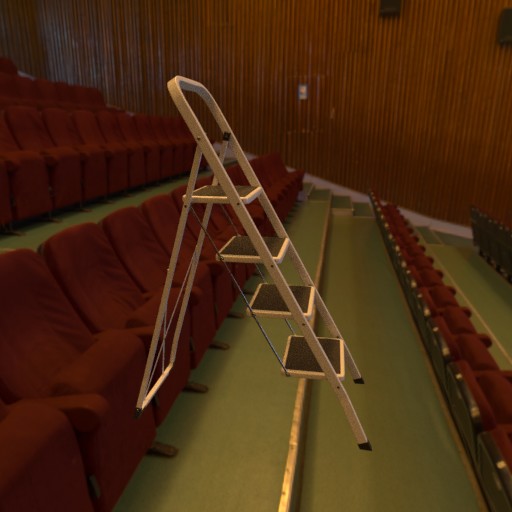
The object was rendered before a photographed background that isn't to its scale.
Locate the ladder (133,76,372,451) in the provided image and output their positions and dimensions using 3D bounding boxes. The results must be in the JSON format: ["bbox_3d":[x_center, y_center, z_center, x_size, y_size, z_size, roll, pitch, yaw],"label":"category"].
[{"bbox_3d":[0.000,0.000,1.689,0.914,1.265,0.460,3,16,9],"label":"ladder"}]
